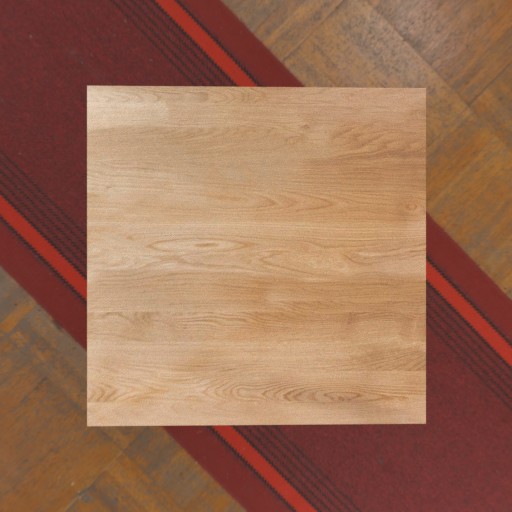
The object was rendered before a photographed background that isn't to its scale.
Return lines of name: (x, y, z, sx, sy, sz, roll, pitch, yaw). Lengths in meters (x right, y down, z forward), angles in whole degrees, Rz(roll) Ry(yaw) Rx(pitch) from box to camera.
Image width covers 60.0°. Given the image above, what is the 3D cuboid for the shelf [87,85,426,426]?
shelf: (0.000, 0.000, 1.415, 0.899, 0.480, 0.899, 0, 90, -1)
